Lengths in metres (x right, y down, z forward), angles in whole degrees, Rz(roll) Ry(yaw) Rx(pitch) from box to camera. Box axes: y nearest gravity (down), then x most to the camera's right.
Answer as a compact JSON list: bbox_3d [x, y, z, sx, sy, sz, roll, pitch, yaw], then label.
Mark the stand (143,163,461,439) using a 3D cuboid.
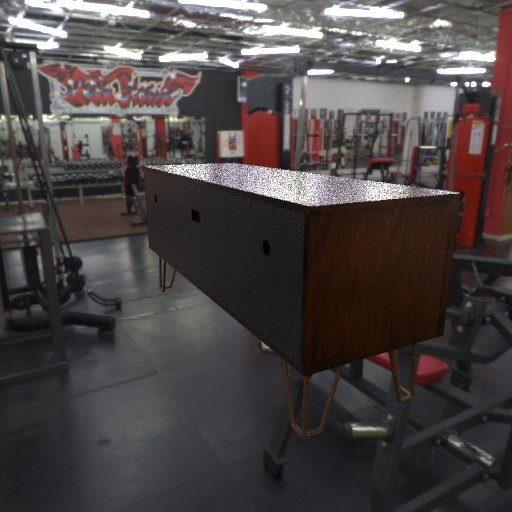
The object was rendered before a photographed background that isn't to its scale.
[{"bbox_3d":[0.000,0.000,1.698,0.481,0.610,1.372,-8,17,-27],"label":"stand"}]
